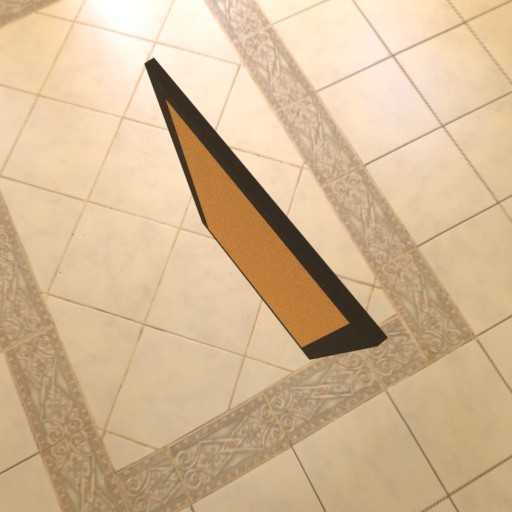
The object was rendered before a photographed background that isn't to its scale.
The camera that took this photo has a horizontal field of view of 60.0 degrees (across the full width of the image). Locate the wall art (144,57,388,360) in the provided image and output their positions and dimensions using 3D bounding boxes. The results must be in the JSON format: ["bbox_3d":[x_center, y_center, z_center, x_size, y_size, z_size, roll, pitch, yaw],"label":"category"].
[{"bbox_3d":[0.000,0.000,0.701,0.013,0.534,0.380,-37,78,-9],"label":"wall art"}]
